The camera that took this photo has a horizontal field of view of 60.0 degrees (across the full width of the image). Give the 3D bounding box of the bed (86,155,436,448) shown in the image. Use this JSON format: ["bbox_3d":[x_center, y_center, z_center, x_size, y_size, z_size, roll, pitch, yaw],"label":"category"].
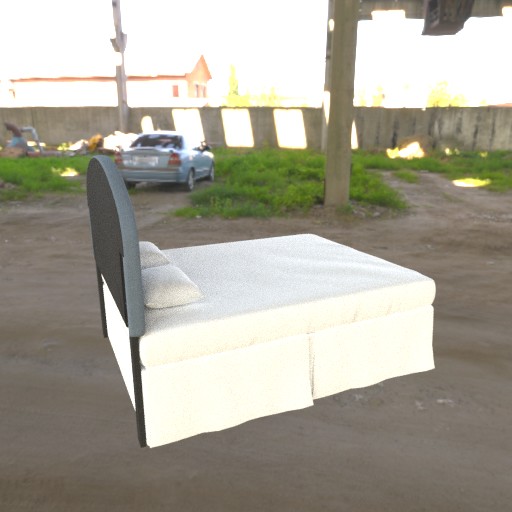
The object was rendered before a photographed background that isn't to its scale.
[{"bbox_3d":[0.000,0.000,3.083,2.005,1.410,1.607,-7,17,-25],"label":"bed"}]
